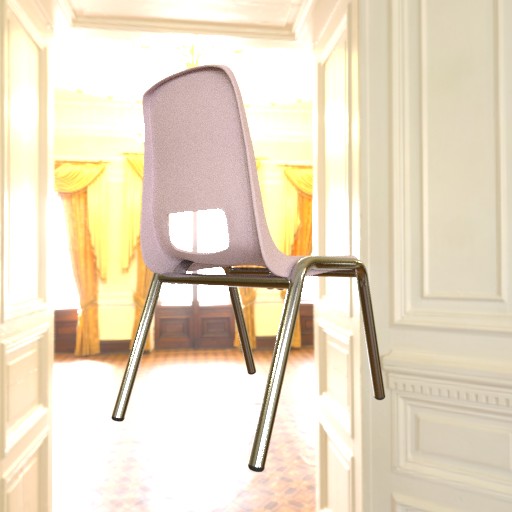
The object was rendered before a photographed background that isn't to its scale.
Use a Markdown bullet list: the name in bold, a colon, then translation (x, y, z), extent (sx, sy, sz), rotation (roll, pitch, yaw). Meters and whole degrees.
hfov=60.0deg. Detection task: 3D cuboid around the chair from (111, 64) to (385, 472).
- **chair**: translation (0.000, 0.000, 0.852), extent (0.354, 0.586, 0.423), rotation (0, -1, 37)
